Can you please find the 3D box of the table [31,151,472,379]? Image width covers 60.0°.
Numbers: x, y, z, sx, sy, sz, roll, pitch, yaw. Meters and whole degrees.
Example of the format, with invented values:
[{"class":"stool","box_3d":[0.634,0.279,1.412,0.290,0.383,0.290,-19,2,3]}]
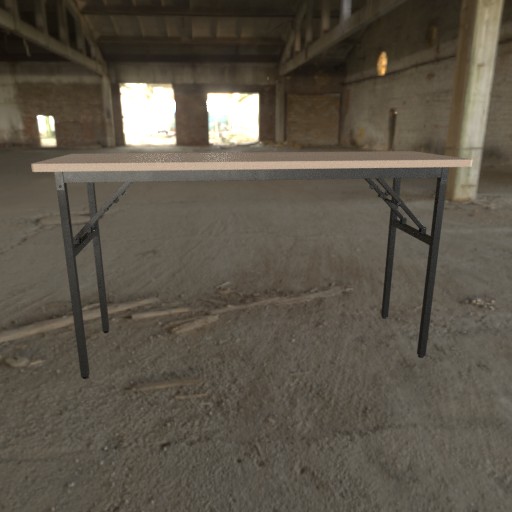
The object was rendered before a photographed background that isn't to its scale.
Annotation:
[{"class":"table","box_3d":[0.000,0.000,1.706,1.397,0.750,0.447,-2,17,-6]}]
